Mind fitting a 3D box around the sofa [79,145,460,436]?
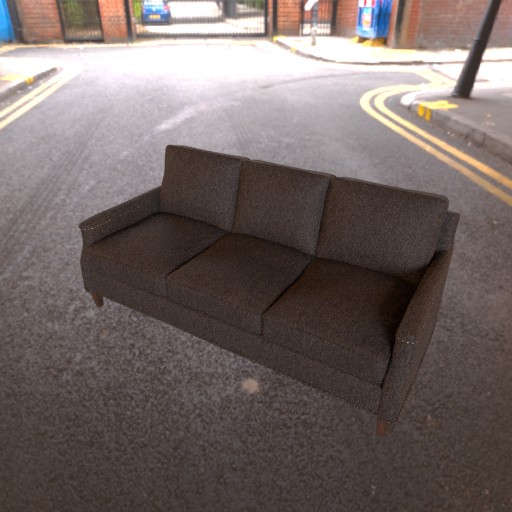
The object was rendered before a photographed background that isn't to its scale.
[{"bbox_3d":[0.000,0.000,2.866,2.246,1.003,1.084,17,34,27],"label":"sofa"}]
